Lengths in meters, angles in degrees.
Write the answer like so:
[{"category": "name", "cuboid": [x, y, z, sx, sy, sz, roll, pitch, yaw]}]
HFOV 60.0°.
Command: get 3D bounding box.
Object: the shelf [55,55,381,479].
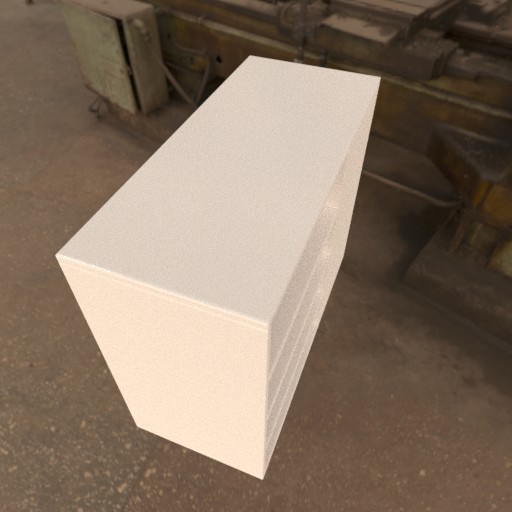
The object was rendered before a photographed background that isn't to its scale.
[{"category": "shelf", "cuboid": [0.000, 0.000, 1.269, 0.396, 0.732, 0.895, 16, 49, 15]}]
